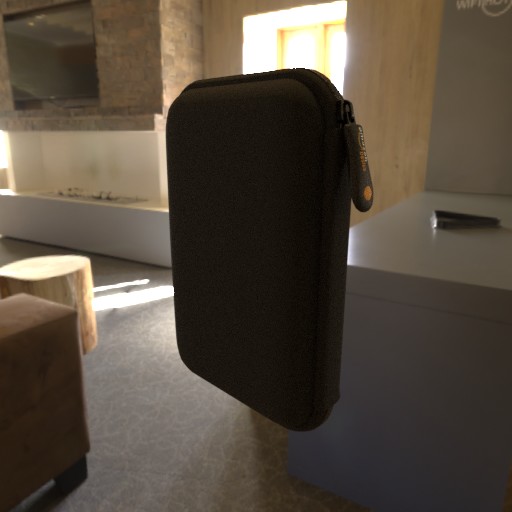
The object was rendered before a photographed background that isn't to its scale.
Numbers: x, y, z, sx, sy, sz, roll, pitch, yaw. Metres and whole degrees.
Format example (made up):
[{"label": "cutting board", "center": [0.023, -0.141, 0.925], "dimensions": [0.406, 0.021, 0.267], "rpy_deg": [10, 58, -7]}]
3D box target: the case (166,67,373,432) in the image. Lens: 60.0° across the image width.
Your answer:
[{"label": "case", "center": [0.000, 0.000, 0.192], "dimensions": [0.030, 0.147, 0.107], "rpy_deg": [-15, 21, -43]}]
